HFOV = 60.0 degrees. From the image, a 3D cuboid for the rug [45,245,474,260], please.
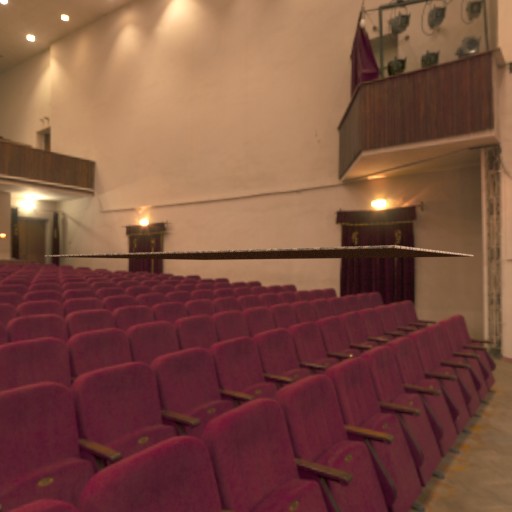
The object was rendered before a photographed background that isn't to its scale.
[{"bbox_3d":[0.000,0.000,2.265,1.824,0.008,1.220,-1,-2,35],"label":"rug"}]
